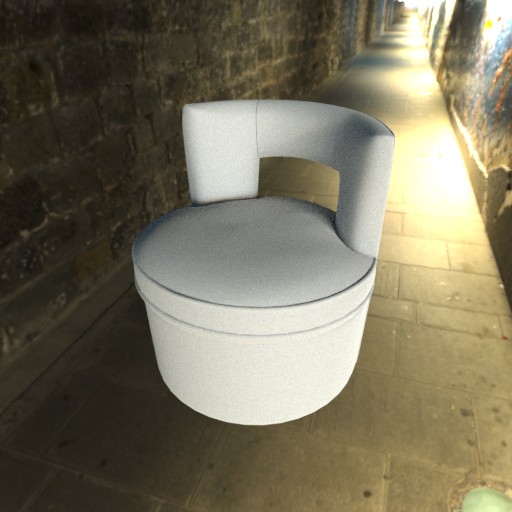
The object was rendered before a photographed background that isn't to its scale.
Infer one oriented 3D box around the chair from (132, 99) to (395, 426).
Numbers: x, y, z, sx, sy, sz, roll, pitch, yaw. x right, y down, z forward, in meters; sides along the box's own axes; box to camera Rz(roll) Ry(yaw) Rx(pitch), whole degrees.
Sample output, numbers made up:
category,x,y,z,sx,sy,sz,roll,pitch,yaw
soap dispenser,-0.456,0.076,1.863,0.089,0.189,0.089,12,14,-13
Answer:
category,x,y,z,sx,sy,sz,roll,pitch,yaw
chair,0.000,0.000,1.226,0.650,0.723,0.665,18,34,28
